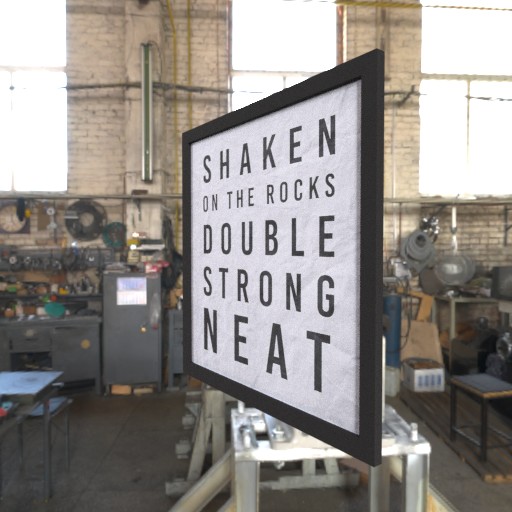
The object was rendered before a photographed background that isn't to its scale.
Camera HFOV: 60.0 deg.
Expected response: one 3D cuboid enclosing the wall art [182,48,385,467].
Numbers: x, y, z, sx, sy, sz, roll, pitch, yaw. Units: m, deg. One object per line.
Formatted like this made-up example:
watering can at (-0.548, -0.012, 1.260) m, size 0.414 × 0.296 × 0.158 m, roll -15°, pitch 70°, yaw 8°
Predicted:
wall art at (0.000, 0.000, 0.671) m, size 0.013 × 0.458 × 0.456 m, roll -1°, pitch 2°, yaw -37°
